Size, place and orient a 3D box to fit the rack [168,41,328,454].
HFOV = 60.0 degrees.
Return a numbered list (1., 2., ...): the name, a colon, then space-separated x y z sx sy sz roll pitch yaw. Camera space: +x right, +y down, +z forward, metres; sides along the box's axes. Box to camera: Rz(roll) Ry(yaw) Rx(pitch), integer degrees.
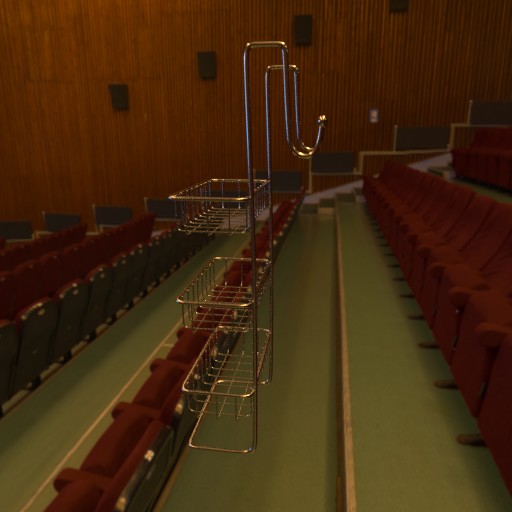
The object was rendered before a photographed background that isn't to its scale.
1. rack: 0.000 0.000 0.689 0.202 0.574 0.228 2 16 9
